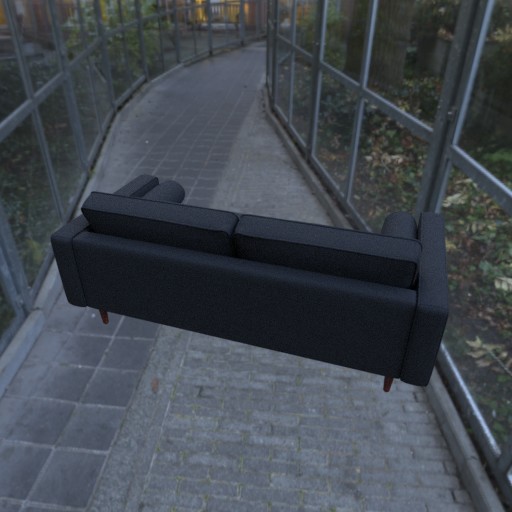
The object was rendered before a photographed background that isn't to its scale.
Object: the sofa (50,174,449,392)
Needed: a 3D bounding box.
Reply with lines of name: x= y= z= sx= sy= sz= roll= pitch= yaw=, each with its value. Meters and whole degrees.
sofa: x=0.000 y=0.000 z=2.406 sx=1.875 sy=0.759 sz=0.914 roll=10 pitch=33 yaw=16
